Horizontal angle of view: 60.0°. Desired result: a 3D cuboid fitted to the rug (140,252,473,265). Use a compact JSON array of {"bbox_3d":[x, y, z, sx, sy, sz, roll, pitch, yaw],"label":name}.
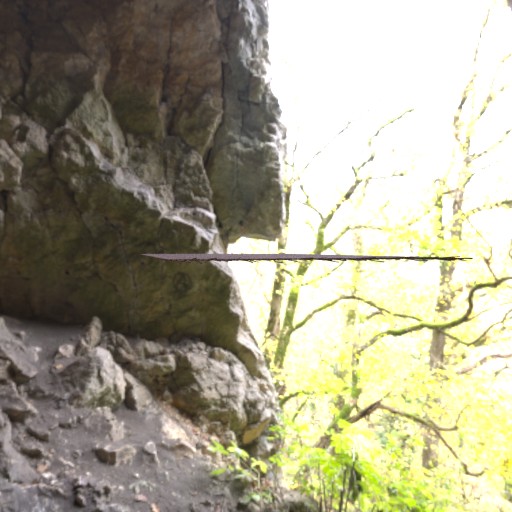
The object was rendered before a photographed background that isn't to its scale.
[{"bbox_3d":[0.000,0.000,2.582,1.224,0.027,2.085,0,1,-17],"label":"rug"}]
